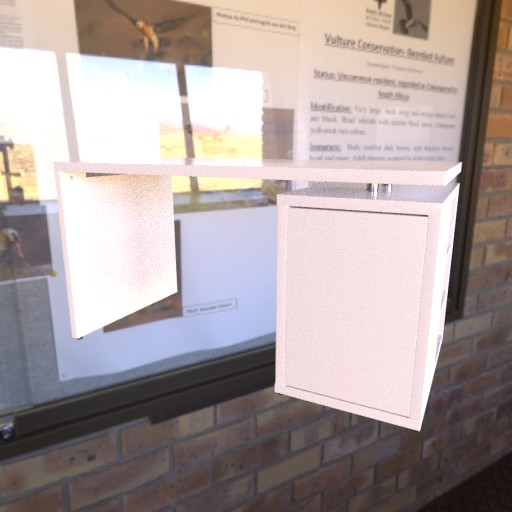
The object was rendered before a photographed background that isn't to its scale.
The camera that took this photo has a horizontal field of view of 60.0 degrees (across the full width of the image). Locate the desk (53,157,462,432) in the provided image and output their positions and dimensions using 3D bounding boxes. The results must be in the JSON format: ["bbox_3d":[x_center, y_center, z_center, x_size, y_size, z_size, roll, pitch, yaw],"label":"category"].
[{"bbox_3d":[0.000,0.000,1.782,1.400,0.740,0.690,7,16,26],"label":"desk"}]
